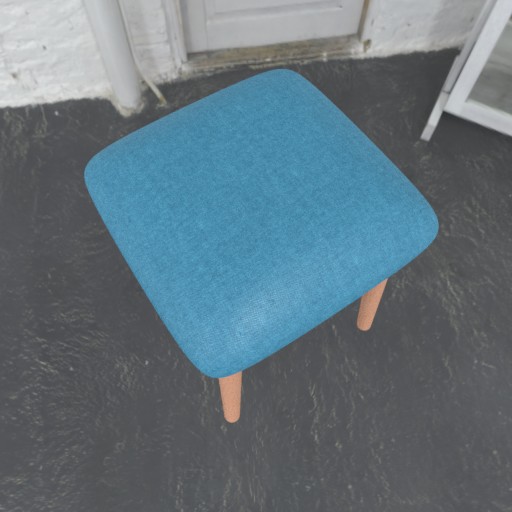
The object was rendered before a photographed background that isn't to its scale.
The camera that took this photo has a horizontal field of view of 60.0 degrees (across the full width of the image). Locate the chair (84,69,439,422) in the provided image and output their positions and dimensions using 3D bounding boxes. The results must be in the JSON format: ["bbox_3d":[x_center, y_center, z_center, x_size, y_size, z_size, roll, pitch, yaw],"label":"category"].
[{"bbox_3d":[0.000,0.000,0.723,0.360,0.450,0.360,-31,67,-14],"label":"chair"}]
